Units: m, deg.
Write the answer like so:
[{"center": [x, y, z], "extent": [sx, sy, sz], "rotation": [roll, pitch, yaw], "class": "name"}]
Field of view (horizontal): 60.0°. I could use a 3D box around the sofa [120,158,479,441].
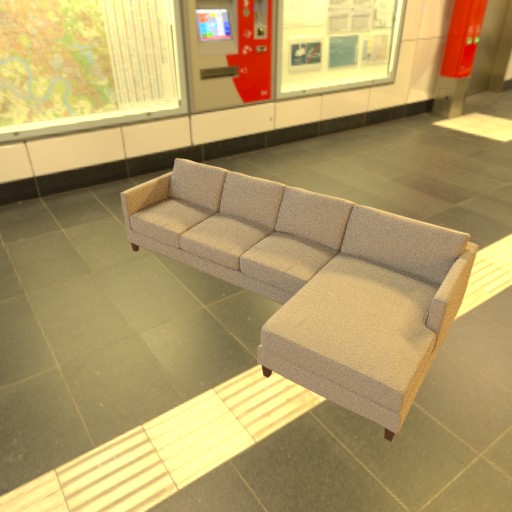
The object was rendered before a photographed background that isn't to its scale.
[{"center": [0.000, 0.000, 3.834], "extent": [3.186, 0.861, 1.625], "rotation": [20, 36, 30], "class": "sofa"}]
